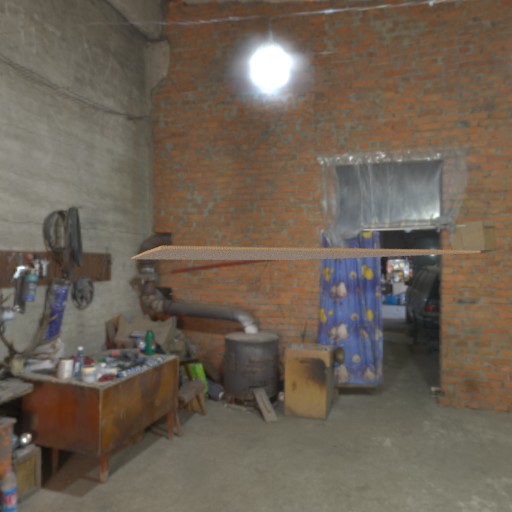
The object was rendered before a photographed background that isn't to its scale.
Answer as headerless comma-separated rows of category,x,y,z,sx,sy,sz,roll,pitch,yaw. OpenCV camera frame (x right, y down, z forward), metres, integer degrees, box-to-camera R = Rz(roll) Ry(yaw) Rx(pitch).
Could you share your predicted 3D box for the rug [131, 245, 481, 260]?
rug,0.000,0.000,2.977,1.528,0.014,2.294,0,-1,-18
